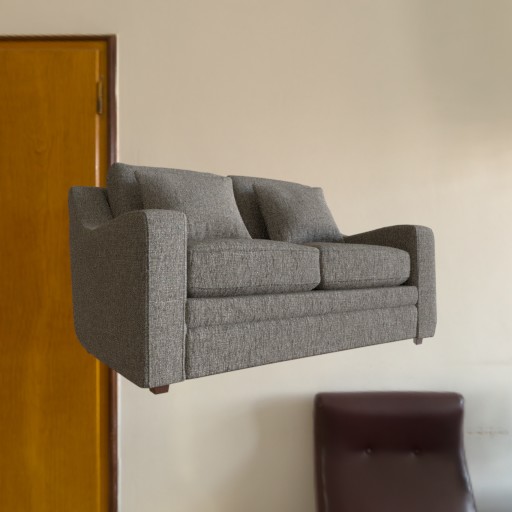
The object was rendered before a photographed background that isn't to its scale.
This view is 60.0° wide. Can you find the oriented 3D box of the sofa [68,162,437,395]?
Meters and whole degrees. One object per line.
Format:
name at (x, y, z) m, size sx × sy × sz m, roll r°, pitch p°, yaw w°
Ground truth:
sofa at (0.000, 0.000, 2.444) m, size 1.778 × 0.991 × 1.120 m, roll 0°, pitch 0°, yaw -35°
